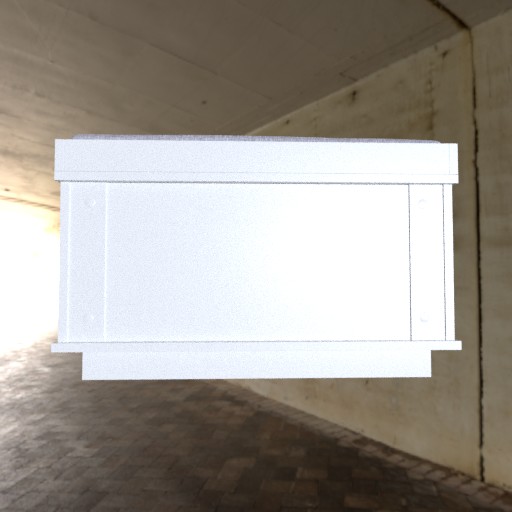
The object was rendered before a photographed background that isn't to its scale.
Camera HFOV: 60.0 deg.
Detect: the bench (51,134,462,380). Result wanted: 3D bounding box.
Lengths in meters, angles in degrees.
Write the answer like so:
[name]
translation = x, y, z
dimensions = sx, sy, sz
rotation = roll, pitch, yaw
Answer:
[bench]
translation = 0.000, 0.000, 0.979
dimensions = 0.734, 0.461, 0.362
rotation = 0, -2, -2
